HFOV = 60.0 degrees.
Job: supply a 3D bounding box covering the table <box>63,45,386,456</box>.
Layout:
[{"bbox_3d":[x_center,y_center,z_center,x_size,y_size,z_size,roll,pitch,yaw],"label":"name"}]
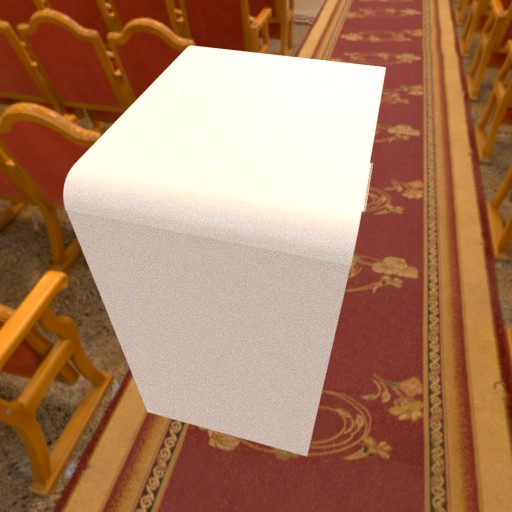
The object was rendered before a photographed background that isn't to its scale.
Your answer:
[{"bbox_3d":[0.000,0.000,0.834,0.350,0.590,0.450,11,47,11],"label":"table"}]
